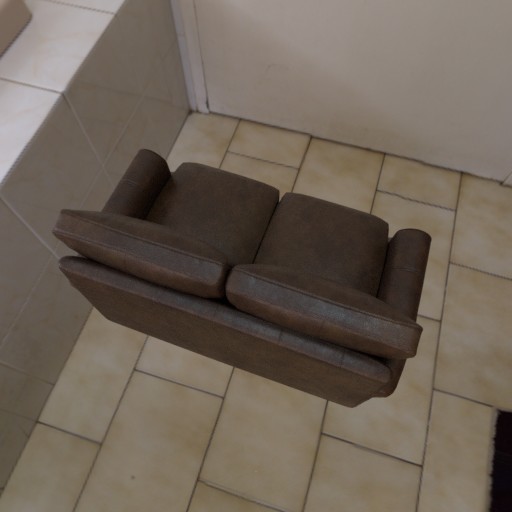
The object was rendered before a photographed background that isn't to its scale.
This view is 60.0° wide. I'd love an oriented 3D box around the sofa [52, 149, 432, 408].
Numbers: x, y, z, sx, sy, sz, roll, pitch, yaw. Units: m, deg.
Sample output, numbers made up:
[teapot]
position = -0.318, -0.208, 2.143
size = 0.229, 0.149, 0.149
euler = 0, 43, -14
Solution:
[sofa]
position = 0.000, 0.000, 2.242
size = 1.616, 0.976, 0.990
euler = 18, 65, 8
